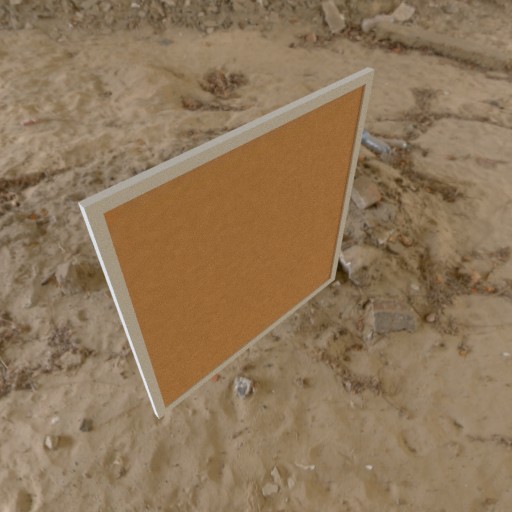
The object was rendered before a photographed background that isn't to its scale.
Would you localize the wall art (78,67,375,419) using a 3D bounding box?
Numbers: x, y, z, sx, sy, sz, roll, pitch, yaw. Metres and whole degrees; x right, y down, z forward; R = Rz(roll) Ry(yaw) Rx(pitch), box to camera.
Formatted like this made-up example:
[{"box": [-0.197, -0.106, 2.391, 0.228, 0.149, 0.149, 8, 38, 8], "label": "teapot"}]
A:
[{"box": [0.000, 0.000, 0.695, 0.457, 0.457, 0.012, -34, 54, -29], "label": "wall art"}]
